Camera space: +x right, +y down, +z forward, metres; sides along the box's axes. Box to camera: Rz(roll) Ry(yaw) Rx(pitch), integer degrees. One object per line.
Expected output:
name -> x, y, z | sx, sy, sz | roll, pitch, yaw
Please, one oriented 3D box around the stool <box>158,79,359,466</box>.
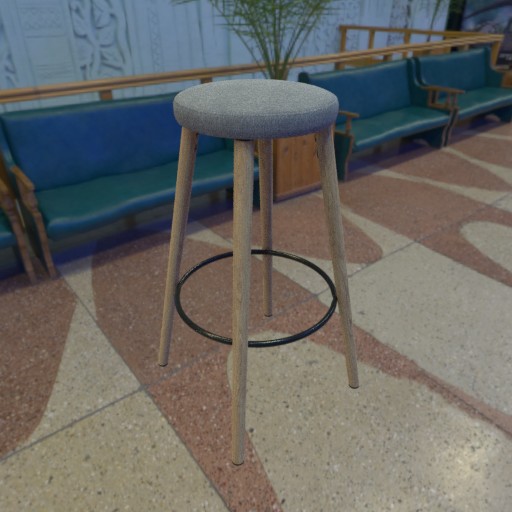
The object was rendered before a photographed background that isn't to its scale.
stool -> 0.000, 0.000, 1.046 | 0.410, 0.770, 0.410 | -21, 36, -30
